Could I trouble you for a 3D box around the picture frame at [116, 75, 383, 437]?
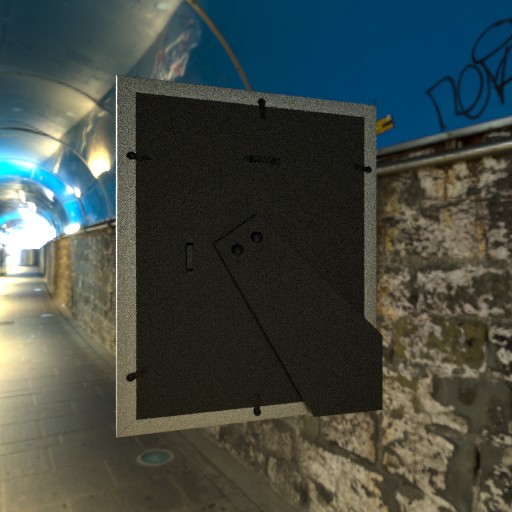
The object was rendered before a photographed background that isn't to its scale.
[{"bbox_3d":[0.000,0.000,0.387,0.233,0.282,0.036,0,0,-18],"label":"picture frame"}]
